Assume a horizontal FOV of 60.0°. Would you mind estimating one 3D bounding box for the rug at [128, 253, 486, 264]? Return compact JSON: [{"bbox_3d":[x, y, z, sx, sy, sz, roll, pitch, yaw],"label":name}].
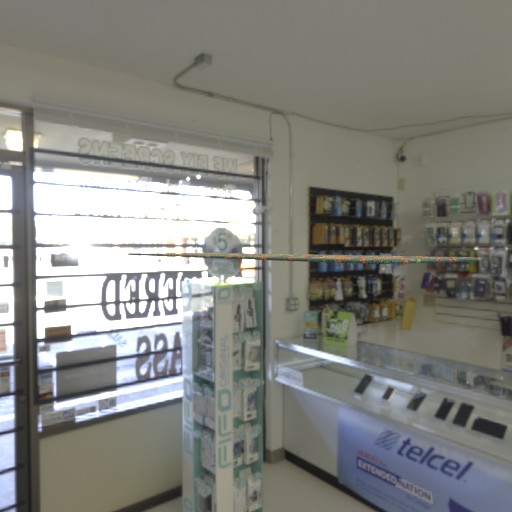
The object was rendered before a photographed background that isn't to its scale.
[{"bbox_3d":[0.000,0.000,2.532,0.686,0.013,2.286,-1,1,-36],"label":"rug"}]
